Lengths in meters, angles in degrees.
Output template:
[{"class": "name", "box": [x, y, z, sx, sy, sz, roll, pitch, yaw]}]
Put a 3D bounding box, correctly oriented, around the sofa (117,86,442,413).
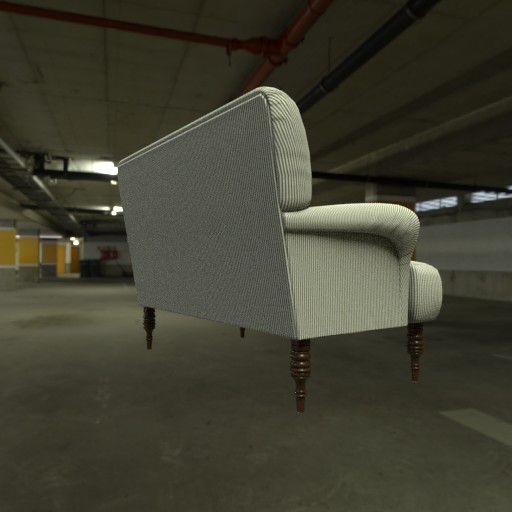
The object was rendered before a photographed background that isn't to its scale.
[{"class": "sofa", "box": [0.000, 0.000, 1.824, 0.779, 0.889, 1.297, 0, -1, -36]}]
